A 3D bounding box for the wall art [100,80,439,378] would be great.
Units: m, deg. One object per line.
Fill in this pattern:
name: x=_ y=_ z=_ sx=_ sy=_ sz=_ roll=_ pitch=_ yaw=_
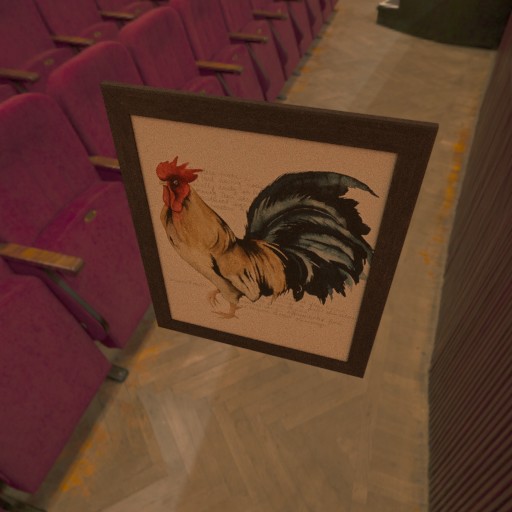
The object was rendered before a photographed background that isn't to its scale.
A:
wall art: x=0.000 y=0.000 z=0.796 sx=0.476 sy=0.570 sz=0.013 roll=12 pitch=44 yaw=12
